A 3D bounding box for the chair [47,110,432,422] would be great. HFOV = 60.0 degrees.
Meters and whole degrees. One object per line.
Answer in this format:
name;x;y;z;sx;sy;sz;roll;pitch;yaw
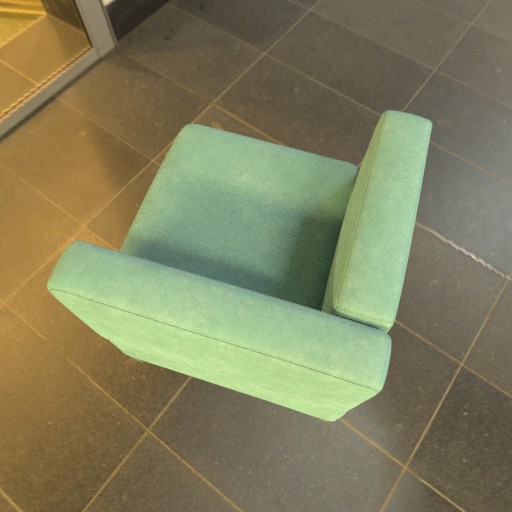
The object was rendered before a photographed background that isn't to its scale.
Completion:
chair;0.000;0.000;1.211;0.680;0.660;0.680;16;66;7
